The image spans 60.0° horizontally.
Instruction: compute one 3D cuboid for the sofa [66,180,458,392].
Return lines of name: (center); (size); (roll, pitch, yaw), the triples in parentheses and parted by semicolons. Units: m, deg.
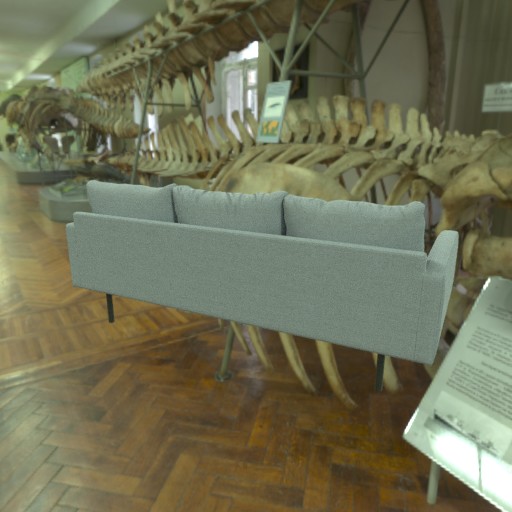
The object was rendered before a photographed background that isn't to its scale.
sofa: (0.000, 0.000, 2.466); (2.000, 0.830, 0.850); (8, 18, 26)
